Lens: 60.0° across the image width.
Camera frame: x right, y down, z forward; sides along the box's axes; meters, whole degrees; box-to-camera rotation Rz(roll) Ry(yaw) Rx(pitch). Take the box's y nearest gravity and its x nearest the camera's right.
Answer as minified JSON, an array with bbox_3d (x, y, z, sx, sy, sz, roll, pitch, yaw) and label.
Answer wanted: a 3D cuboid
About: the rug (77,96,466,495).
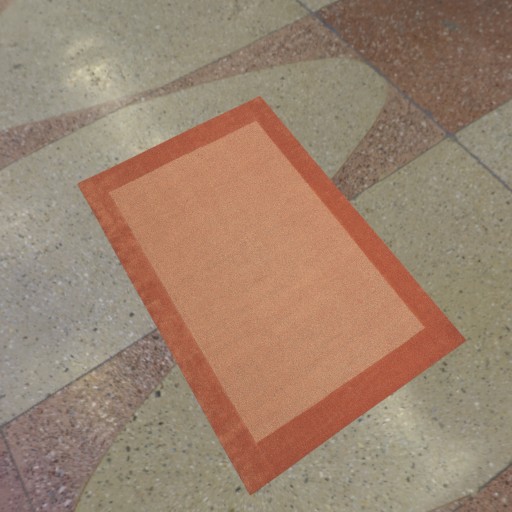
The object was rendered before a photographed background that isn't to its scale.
[{"bbox_3d":[0.000,0.000,2.301,1.219,0.014,1.829,-30,69,-13],"label":"rug"}]
